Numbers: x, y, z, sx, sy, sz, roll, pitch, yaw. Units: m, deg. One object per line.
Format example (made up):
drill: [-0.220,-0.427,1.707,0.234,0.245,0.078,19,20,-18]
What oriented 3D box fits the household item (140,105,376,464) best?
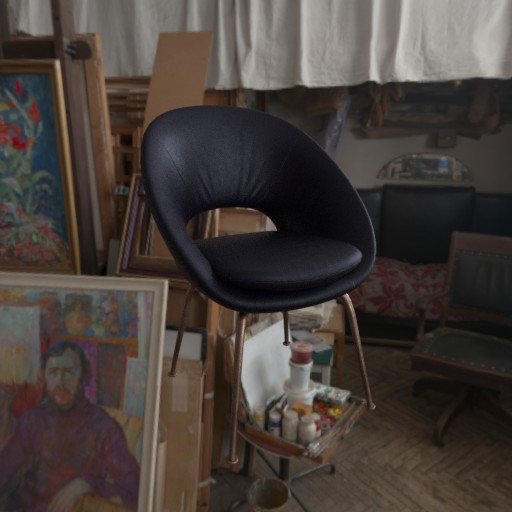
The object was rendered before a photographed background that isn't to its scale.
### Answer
household item: [0.000,0.000,1.291,0.623,0.852,0.573,-9,18,-28]
